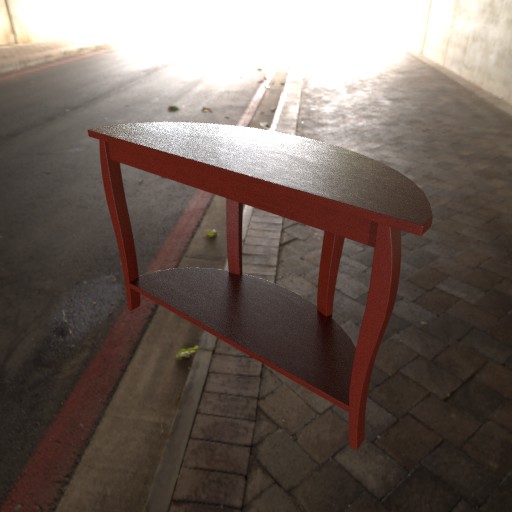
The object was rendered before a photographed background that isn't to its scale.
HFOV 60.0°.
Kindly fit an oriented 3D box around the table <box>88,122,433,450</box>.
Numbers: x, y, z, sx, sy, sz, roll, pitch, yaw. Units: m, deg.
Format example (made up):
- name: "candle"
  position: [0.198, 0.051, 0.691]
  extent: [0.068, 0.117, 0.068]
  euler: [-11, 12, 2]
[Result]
- name: "table"
  position: [0.000, 0.000, 1.582]
  extent: [1.219, 0.779, 0.405]
  euler: [22, 37, 33]
